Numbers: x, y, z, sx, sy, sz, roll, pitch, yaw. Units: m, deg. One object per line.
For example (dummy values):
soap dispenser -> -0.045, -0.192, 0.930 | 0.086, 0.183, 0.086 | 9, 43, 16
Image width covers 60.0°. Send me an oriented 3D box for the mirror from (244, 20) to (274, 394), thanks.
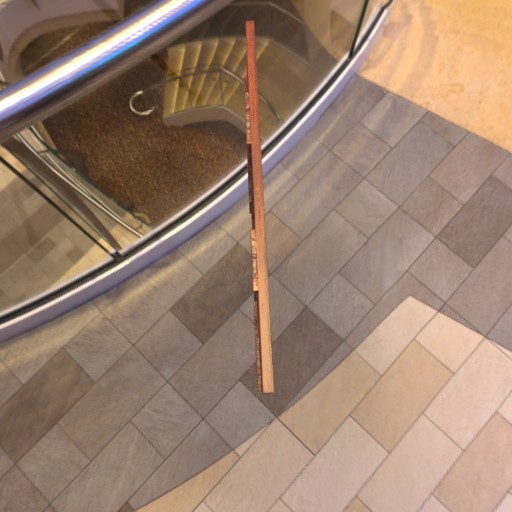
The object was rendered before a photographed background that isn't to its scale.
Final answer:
mirror -> 0.000, 0.000, 1.054 | 0.021, 0.805, 0.600 | -2, 75, -1
